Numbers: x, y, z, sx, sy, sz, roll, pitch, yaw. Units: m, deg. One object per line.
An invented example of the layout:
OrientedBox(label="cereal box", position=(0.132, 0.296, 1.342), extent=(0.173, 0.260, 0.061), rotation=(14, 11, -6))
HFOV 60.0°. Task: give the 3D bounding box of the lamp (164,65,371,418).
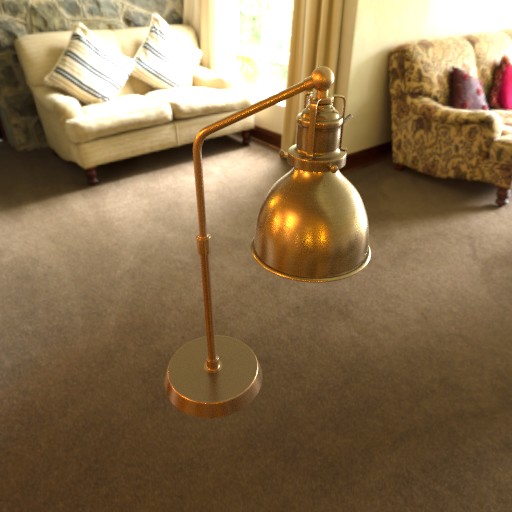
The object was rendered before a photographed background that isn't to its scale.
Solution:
OrientedBox(label="lamp", position=(0.000, 0.000, 0.570), extent=(0.286, 0.456, 0.153), rotation=(1, 33, 2))
